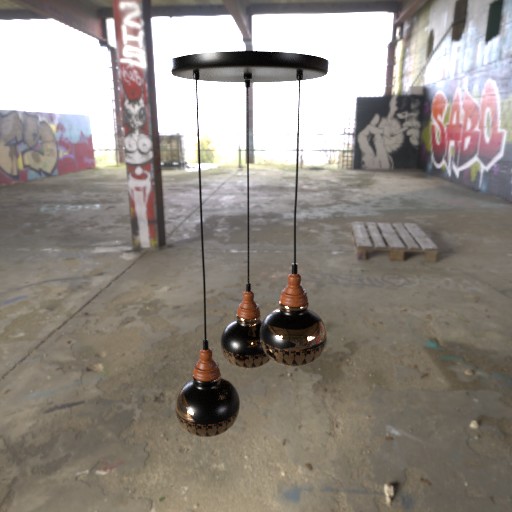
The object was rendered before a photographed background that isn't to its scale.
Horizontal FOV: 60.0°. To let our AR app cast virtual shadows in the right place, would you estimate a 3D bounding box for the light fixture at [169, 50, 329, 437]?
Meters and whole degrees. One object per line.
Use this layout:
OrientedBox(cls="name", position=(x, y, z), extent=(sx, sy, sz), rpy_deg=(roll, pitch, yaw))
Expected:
OrientedBox(cls="light fixture", position=(0.000, 0.000, 1.754), extent=(0.605, 1.410, 0.608), rpy_deg=(7, 18, 23))
